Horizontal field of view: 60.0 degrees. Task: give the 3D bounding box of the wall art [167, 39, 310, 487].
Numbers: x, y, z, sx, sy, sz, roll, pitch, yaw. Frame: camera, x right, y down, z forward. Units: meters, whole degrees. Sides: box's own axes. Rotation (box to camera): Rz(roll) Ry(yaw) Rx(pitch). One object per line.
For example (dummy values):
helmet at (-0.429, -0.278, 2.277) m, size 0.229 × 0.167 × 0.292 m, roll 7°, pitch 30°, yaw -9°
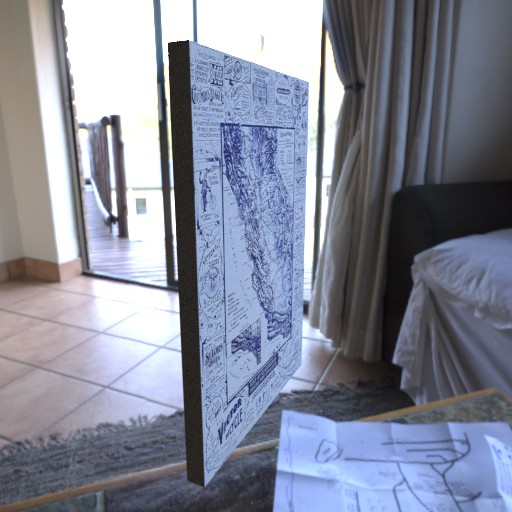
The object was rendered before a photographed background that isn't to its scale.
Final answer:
wall art at (0.000, 0.000, 0.948) m, size 0.039 × 0.753 × 0.511 m, roll 7°, pitch 16°, yaw 25°
